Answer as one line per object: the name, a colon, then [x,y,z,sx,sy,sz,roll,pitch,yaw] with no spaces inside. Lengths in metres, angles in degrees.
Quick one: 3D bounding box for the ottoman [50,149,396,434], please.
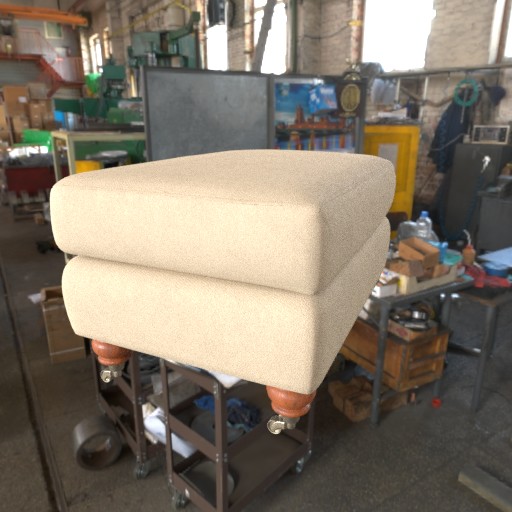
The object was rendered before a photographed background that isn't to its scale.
ottoman: [0.000,0.000,1.122,0.569,0.504,0.773,8,19,23]
